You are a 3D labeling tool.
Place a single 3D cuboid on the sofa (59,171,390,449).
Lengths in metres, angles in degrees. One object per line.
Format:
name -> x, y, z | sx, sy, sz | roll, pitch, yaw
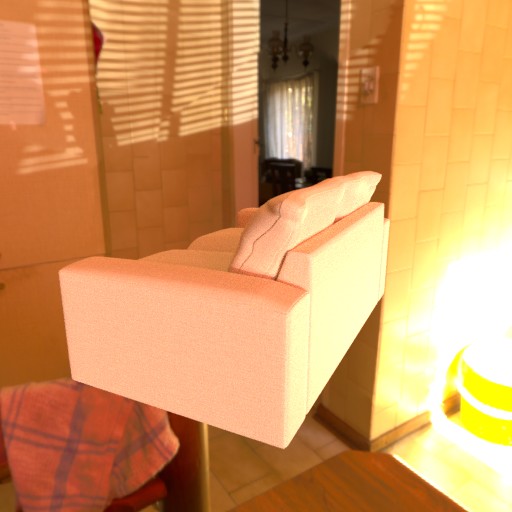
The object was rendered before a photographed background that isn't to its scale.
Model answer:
sofa -> 0.000, 0.000, 2.395 | 1.091, 0.875, 1.754 | 7, 17, 25
